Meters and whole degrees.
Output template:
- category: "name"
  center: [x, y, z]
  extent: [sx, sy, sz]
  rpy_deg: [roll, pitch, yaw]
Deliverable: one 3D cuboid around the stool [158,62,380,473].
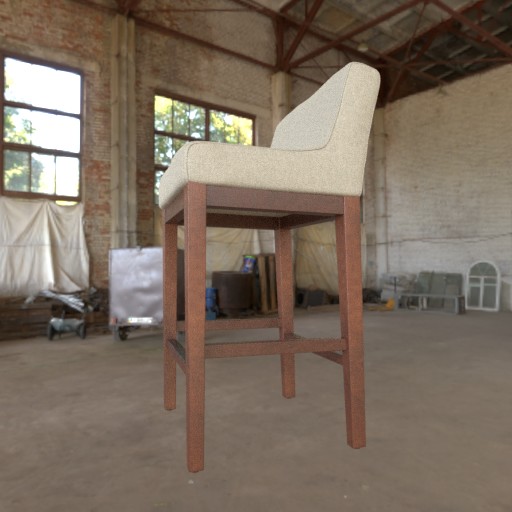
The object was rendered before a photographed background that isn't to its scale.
- category: "stool"
  center: [0.000, 0.000, 1.235]
  extent: [0.500, 0.937, 0.511]
  rpy_deg: [0, -1, -18]
